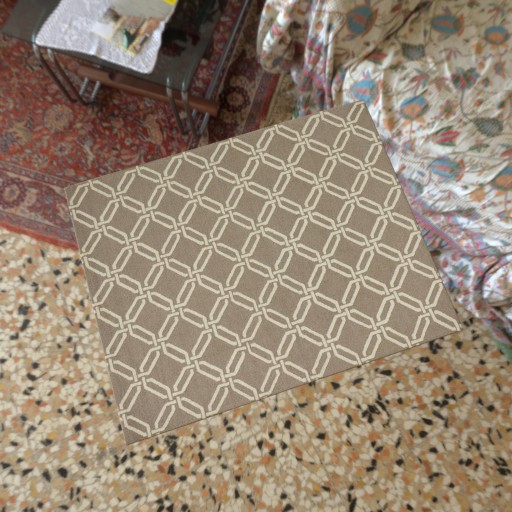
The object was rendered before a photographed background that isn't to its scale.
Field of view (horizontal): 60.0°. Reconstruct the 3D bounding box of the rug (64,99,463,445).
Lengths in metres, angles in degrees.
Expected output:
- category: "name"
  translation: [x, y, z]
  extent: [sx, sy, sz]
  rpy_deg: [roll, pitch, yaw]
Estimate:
- category: "rug"
  translation: [0.000, 0.000, 3.847]
  extent: [2.895, 0.018, 2.288]
  rpy_deg: [-18, 77, -4]
